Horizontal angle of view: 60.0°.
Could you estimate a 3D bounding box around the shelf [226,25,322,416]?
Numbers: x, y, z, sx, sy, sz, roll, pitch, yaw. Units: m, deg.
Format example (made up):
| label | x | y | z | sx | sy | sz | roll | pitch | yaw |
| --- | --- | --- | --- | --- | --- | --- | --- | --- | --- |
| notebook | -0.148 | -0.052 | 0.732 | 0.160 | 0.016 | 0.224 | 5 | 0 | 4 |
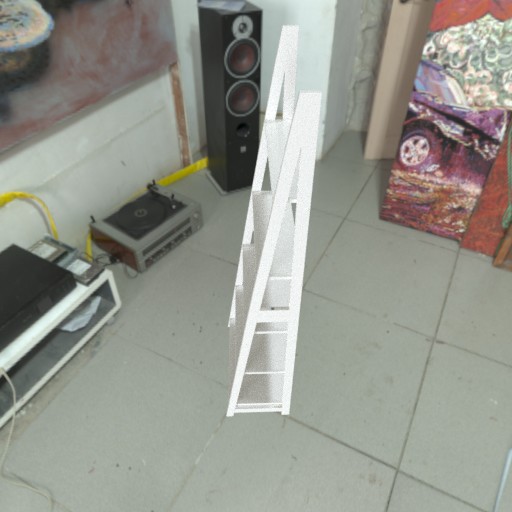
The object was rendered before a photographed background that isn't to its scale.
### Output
| label | x | y | z | sx | sy | sz | roll | pitch | yaw |
| --- | --- | --- | --- | --- | --- | --- | --- | --- | --- |
| shelf | 0.000 | 0.000 | 2.039 | 0.341 | 1.779 | 0.636 | -1 | 43 | -1 |
